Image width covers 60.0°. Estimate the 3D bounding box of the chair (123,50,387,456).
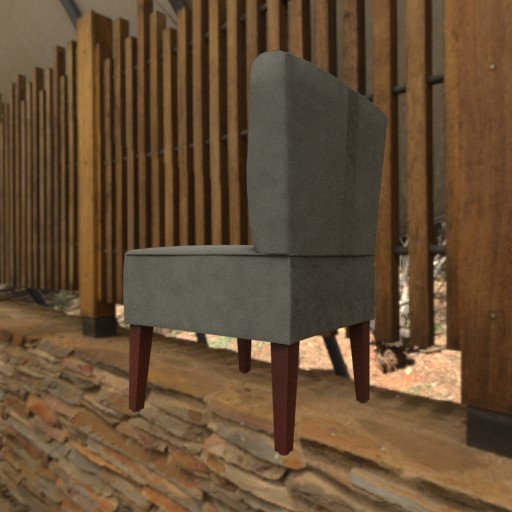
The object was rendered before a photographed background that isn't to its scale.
[{"bbox_3d":[0.000,0.000,1.190,0.554,0.806,0.521,0,1,37],"label":"chair"}]
